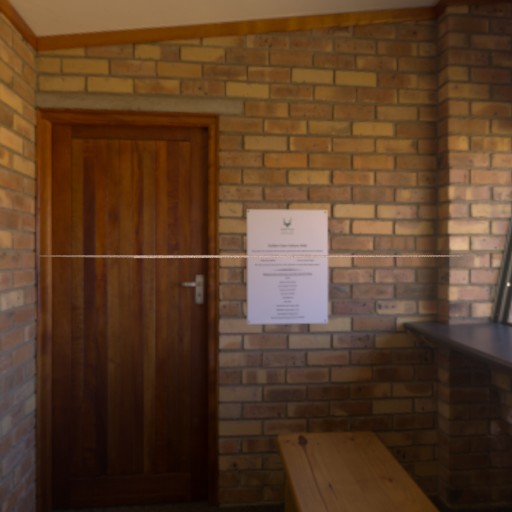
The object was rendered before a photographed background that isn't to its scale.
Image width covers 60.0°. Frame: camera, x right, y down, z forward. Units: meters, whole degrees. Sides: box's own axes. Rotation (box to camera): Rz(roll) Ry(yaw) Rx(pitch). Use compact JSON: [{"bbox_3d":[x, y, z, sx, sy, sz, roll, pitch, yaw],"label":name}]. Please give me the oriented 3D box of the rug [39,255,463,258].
[{"bbox_3d":[0.000,0.000,3.670,2.895,0.006,1.981,0,0,-37],"label":"rug"}]
